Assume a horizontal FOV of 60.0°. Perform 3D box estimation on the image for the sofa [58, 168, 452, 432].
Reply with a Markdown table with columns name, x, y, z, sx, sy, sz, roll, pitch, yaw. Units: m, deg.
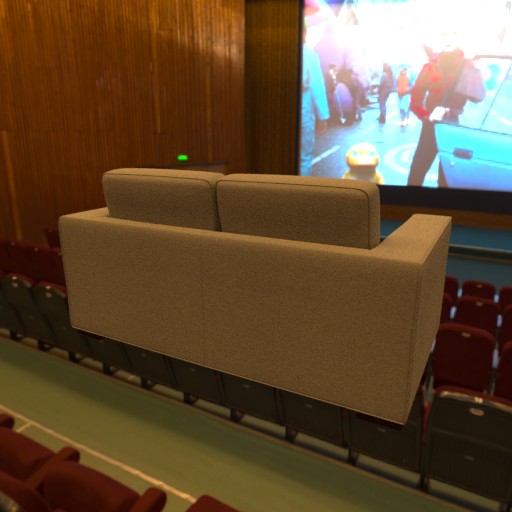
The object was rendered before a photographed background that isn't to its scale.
| name | x | y | z | sx | sy | sz | roll | pitch | yaw |
| --- | --- | --- | --- | --- | --- | --- | --- | --- | --- |
| sofa | 0.000 | 0.000 | 2.373 | 1.812 | 0.924 | 1.007 | 8 | 18 | 27 |
